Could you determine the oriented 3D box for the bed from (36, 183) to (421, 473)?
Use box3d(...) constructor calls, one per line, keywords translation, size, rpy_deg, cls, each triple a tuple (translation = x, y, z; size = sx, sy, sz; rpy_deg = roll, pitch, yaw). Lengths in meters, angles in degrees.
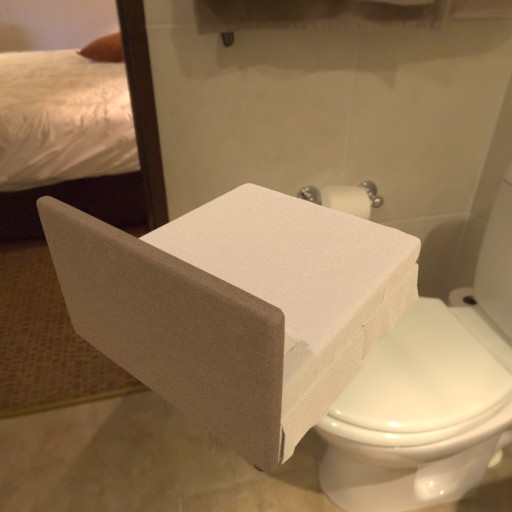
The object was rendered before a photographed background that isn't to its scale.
box3d(translation=(0.000, 0.000, 3.612), size=(2.119, 1.317, 2.341), rpy_deg=(23, 40, 31), cls="bed")
